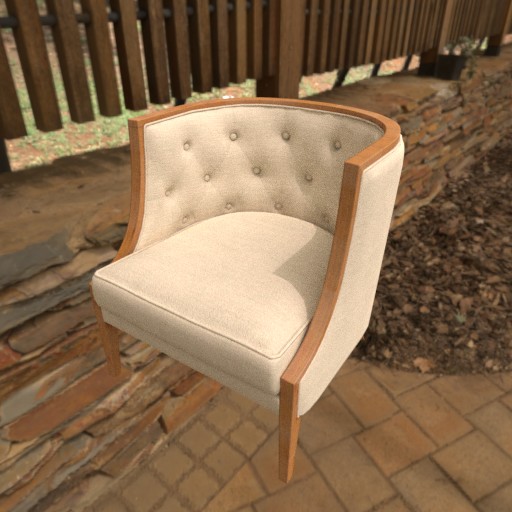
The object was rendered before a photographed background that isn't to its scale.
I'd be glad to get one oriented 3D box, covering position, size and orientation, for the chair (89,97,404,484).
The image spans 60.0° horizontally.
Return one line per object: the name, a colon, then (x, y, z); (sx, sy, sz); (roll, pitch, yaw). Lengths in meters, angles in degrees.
chair: (0.000, 0.000, 1.344); (0.711, 0.775, 0.757); (19, 36, 29)
